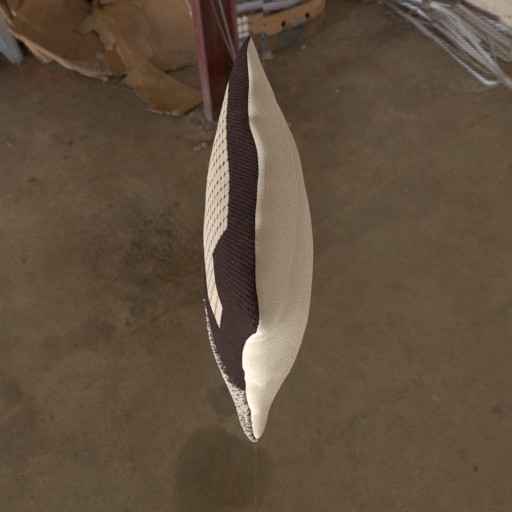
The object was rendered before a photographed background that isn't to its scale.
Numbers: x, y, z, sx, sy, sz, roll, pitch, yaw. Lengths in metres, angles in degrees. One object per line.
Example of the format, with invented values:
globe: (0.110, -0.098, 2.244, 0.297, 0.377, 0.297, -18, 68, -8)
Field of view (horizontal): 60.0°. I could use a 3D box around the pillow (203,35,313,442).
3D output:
pillow: (0.000, 0.000, 0.717, 0.178, 0.473, 0.475, 0, 56, 0)
